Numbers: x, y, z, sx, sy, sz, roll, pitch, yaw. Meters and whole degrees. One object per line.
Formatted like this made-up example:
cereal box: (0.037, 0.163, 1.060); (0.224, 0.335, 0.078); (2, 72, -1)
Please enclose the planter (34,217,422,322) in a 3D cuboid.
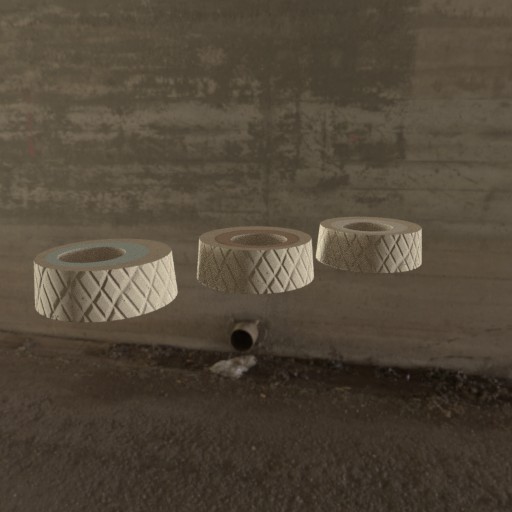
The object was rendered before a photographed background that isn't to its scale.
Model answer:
planter: (0.000, 0.000, 0.429); (0.390, 0.038, 0.114); (-7, 16, -25)
